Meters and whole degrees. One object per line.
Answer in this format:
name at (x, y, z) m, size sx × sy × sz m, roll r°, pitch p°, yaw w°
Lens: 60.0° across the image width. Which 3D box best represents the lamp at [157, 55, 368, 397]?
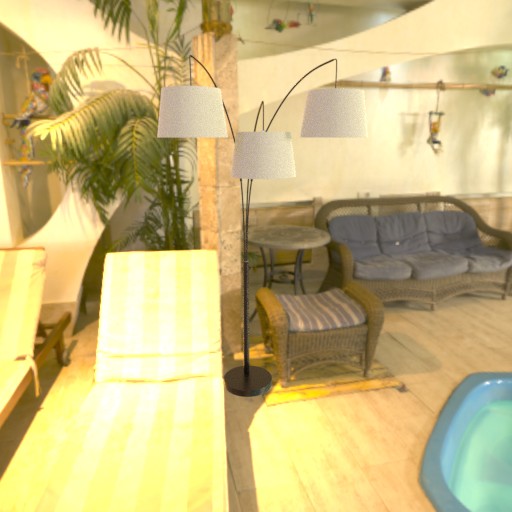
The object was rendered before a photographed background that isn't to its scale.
lamp at (0.000, 0.000, 2.460) m, size 0.951 × 1.950 × 0.924 m, roll -2°, pitch 15°, yaw -7°
